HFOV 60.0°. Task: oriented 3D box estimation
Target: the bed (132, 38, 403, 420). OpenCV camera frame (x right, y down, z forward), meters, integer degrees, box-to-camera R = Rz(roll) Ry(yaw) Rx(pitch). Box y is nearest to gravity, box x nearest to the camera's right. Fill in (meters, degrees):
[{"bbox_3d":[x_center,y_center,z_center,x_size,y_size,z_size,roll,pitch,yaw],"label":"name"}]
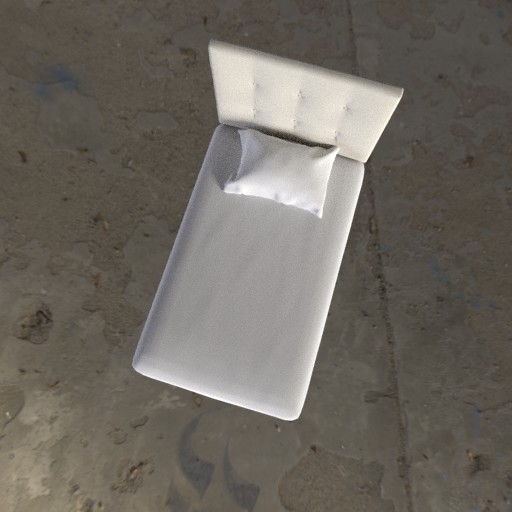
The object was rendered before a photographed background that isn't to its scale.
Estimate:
[{"bbox_3d":[0.000,0.000,3.037,1.261,1.571,1.997,16,77,4],"label":"bed"}]
